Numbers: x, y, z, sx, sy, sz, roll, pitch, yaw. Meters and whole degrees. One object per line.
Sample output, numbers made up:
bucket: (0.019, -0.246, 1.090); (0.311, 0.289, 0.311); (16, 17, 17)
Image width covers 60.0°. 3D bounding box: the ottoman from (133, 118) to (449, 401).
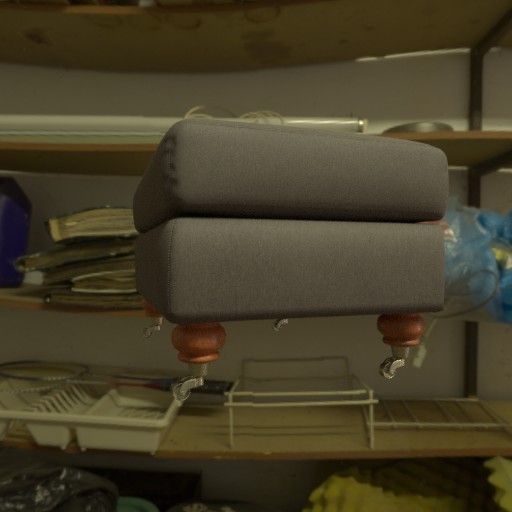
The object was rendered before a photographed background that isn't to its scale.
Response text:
ottoman: (0.000, 0.000, 1.127); (0.574, 0.497, 0.773); (0, 0, -19)
